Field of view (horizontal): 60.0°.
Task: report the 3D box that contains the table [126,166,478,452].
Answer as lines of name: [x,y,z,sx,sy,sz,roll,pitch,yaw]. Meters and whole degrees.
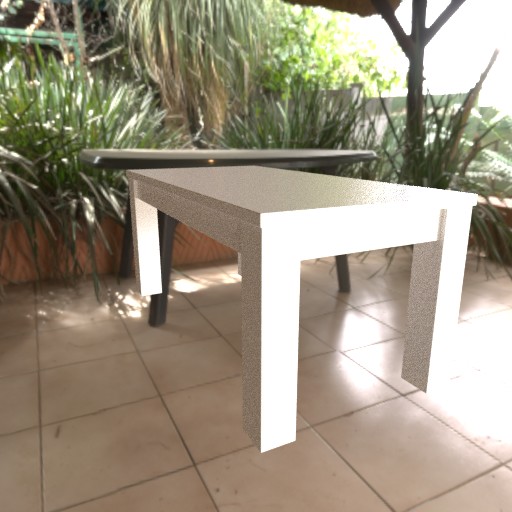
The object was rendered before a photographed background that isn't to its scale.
table: [0.000,0.000,2.298,0.900,0.790,1.800,-8,17,-26]
